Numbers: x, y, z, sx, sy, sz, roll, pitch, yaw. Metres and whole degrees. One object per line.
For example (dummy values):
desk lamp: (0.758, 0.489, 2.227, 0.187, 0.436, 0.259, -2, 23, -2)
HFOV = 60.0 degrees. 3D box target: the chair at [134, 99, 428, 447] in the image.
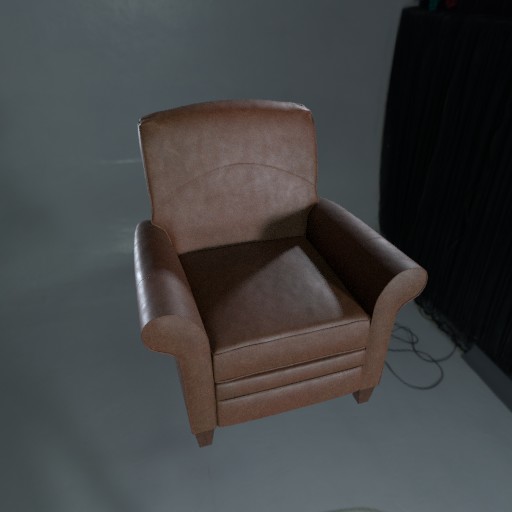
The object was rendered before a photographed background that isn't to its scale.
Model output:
chair: (0.000, 0.000, 1.799, 0.978, 1.061, 0.902, -9, 32, -15)
